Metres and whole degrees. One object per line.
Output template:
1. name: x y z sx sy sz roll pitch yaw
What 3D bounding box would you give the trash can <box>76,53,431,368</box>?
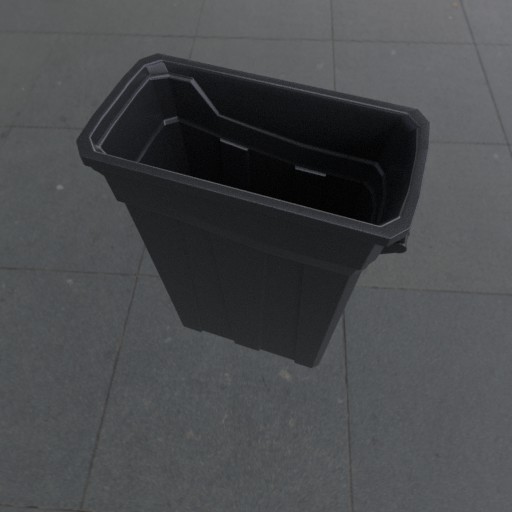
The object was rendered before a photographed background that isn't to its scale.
1. trash can: 0.000 0.000 1.041 0.559 0.762 0.281 16 59 10
